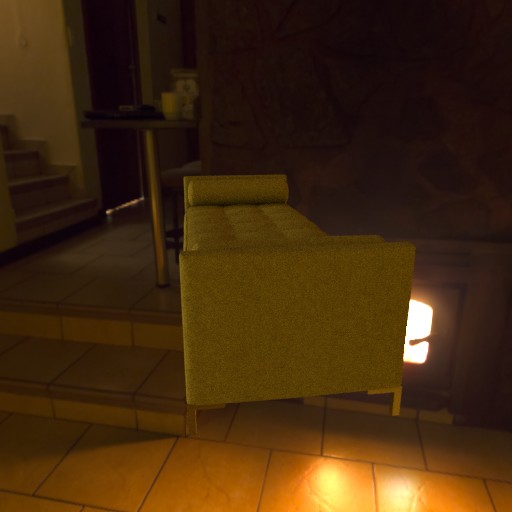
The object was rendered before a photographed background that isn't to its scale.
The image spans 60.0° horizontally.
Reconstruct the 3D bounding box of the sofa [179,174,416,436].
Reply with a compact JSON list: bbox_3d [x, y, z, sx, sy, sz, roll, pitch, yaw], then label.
[{"bbox_3d":[0.000,0.000,2.469,0.797,0.657,2.102,-2,17,-8],"label":"sofa"}]
